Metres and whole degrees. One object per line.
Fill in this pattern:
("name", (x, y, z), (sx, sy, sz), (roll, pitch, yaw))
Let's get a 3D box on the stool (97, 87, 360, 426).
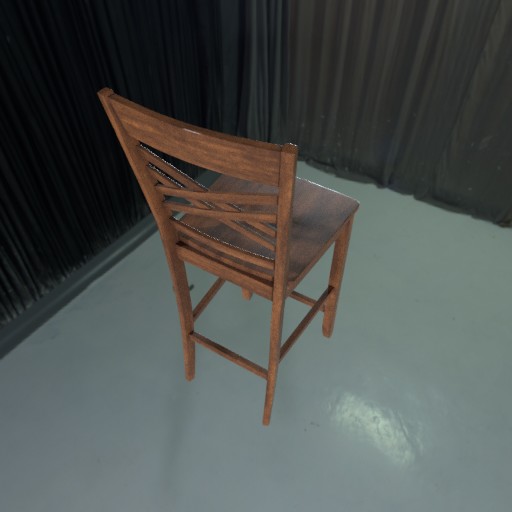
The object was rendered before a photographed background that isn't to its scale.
("stool", (0.000, 0.000, 1.307), (0.426, 1.098, 0.504), (23, 50, 21))
